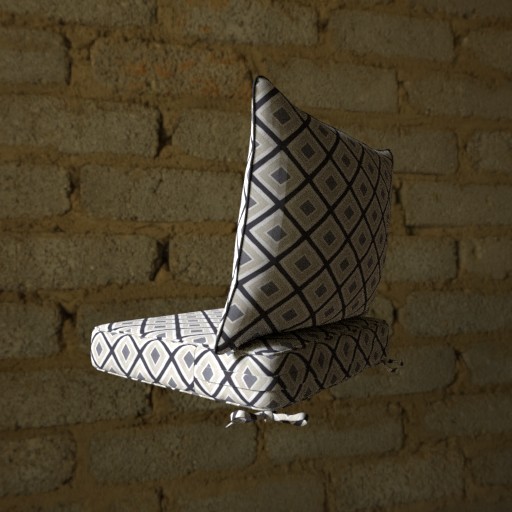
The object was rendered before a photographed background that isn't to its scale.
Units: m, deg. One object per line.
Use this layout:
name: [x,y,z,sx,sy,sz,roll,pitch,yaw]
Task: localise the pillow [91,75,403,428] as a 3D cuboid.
pillow: [0.000,0.000,1.350,0.733,0.722,0.798,0,-1,37]
